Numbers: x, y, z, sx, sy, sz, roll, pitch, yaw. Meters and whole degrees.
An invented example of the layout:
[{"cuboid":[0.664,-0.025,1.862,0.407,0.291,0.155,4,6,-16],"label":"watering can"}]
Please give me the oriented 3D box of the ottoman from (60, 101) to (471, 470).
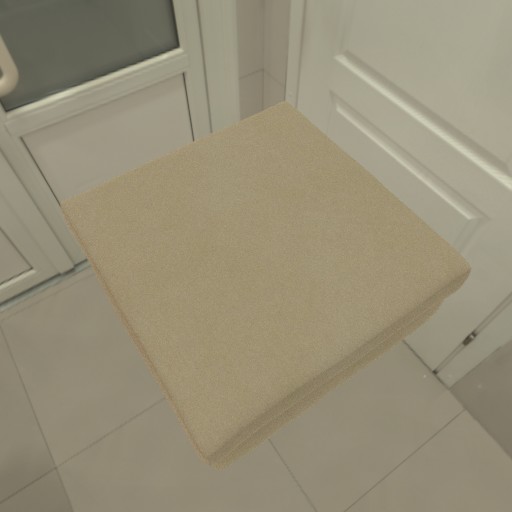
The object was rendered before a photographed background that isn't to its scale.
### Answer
[{"cuboid":[0.000,0.000,1.867,1.190,0.522,1.205,-30,62,-18],"label":"ottoman"}]
